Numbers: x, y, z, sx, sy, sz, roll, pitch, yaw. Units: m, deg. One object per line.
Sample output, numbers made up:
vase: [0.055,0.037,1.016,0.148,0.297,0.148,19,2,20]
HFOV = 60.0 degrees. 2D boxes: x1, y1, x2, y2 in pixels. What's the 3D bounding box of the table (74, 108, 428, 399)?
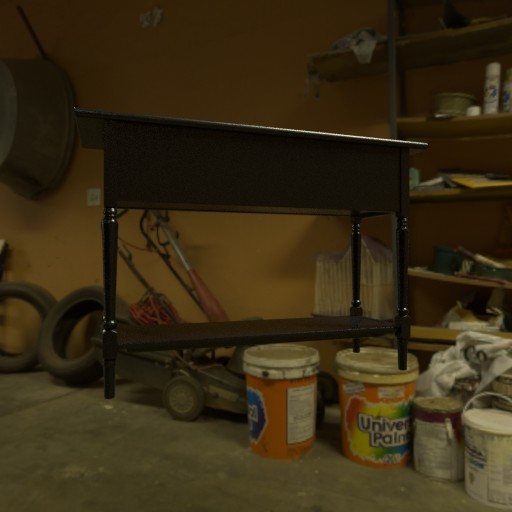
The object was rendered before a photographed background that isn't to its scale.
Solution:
table: [0.000,0.000,1.593,1.191,0.819,0.386,0,0,-19]
